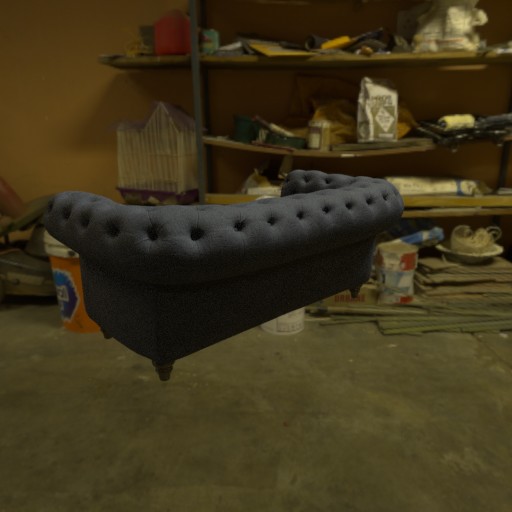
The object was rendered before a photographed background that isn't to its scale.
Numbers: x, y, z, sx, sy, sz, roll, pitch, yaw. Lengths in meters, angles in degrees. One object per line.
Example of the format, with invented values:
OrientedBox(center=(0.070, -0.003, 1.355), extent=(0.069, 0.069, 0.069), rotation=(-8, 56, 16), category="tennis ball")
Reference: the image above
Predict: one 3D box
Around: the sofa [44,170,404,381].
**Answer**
OrientedBox(center=(0.000, 0.000, 2.572), extent=(1.988, 0.833, 1.082), rotation=(-15, 22, -41), category="sofa")
